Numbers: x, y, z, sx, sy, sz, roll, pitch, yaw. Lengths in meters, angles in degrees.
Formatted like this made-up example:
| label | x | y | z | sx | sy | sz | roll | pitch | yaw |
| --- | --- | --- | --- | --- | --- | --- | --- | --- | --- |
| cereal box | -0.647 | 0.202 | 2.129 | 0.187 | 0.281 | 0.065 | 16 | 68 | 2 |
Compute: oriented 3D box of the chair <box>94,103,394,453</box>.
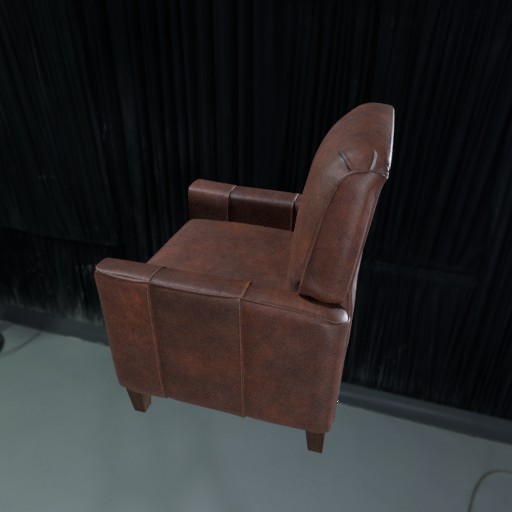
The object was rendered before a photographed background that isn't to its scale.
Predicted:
| label | x | y | z | sx | sy | sz | roll | pitch | yaw |
| --- | --- | --- | --- | --- | --- | --- | --- | --- | --- |
| chair | 0.000 | 0.000 | 1.632 | 0.836 | 1.043 | 0.843 | 8 | 30 | 14 |
